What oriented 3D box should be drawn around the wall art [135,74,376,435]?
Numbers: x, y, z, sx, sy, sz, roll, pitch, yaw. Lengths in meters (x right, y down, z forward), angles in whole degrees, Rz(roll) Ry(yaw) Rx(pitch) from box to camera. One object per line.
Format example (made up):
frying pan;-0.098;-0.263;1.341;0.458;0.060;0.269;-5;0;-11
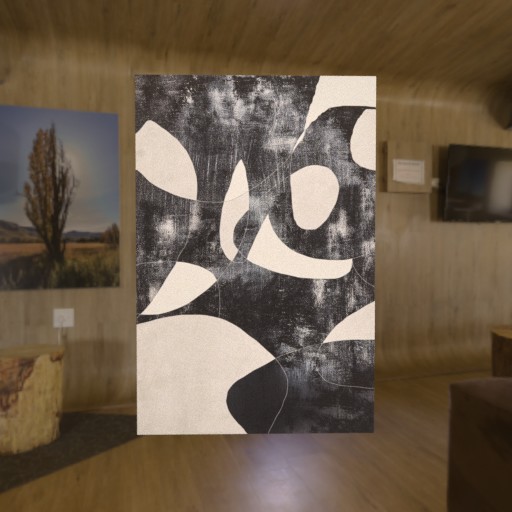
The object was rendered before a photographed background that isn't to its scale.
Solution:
wall art;0.000;0.000;1.150;0.610;0.915;0.041;0;1;-1
